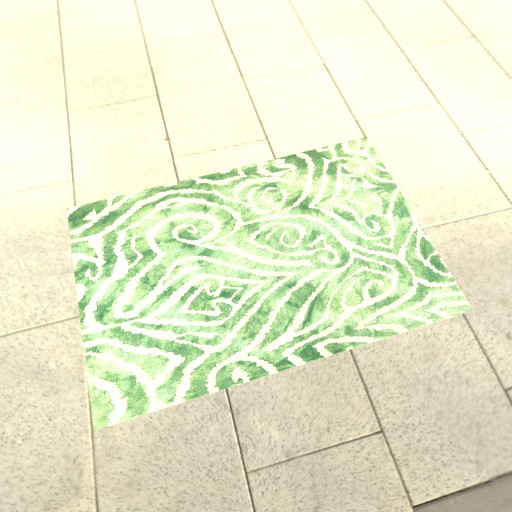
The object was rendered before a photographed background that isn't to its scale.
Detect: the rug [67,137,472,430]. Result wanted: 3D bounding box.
[{"bbox_3d":[0.000,0.000,2.313,1.826,0.006,1.220,-15,61,-9],"label":"rug"}]
